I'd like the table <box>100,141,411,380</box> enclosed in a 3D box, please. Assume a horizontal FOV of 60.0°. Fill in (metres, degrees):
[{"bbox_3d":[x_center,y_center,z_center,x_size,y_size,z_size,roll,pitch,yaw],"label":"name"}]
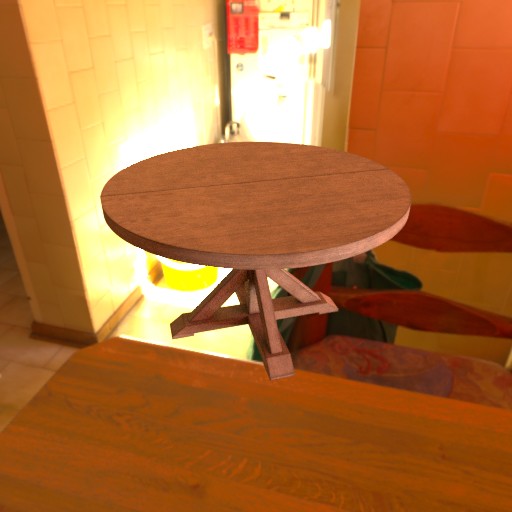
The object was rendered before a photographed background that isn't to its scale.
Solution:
[{"bbox_3d":[0.000,0.000,2.217,1.363,0.781,1.363,0,30,0],"label":"table"}]
